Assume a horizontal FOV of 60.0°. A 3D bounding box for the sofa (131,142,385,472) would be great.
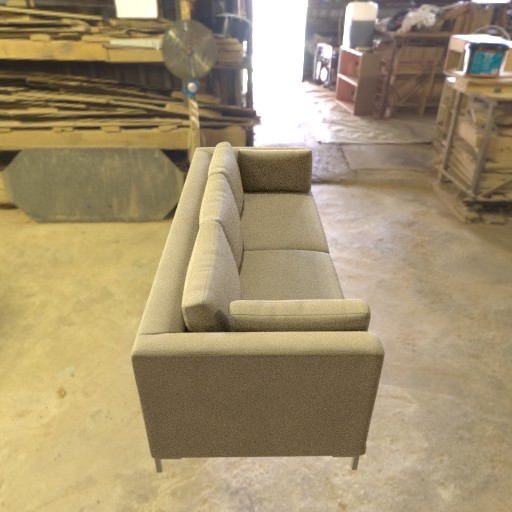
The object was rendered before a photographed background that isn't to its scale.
[{"bbox_3d":[0.000,0.000,2.834,0.969,0.867,2.415,0,32,-1],"label":"sofa"}]
